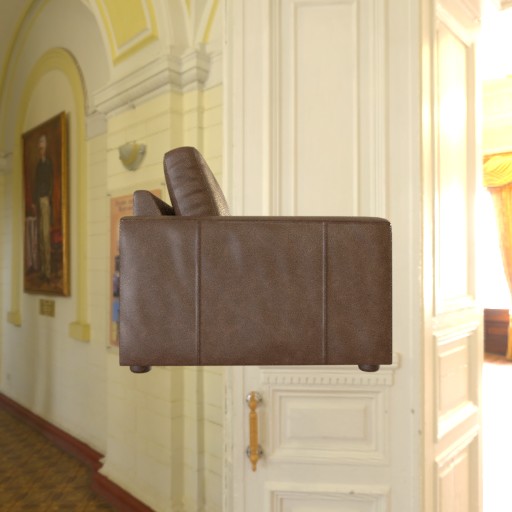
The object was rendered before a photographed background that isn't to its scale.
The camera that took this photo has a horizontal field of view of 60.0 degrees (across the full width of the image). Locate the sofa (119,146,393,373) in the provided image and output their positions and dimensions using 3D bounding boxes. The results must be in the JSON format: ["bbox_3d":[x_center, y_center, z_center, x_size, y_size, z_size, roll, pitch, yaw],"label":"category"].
[{"bbox_3d":[0.000,0.000,2.657,1.016,0.873,2.179,0,0,-1],"label":"sofa"}]
